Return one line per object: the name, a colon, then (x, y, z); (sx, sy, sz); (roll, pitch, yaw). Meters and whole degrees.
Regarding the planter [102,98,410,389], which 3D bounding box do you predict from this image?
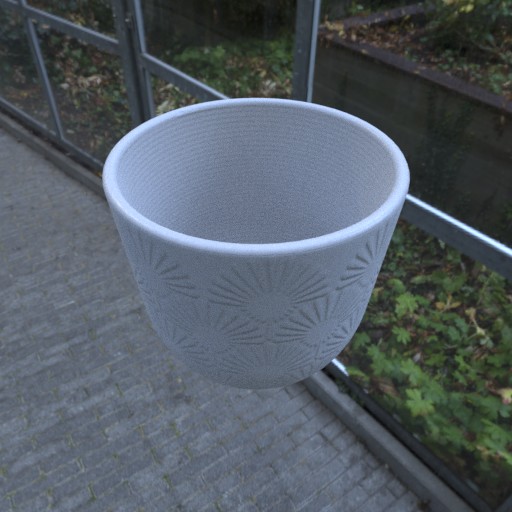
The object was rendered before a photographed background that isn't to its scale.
planter: (0.000, 0.000, 0.301); (0.170, 0.152, 0.170); (0, 41, 0)
